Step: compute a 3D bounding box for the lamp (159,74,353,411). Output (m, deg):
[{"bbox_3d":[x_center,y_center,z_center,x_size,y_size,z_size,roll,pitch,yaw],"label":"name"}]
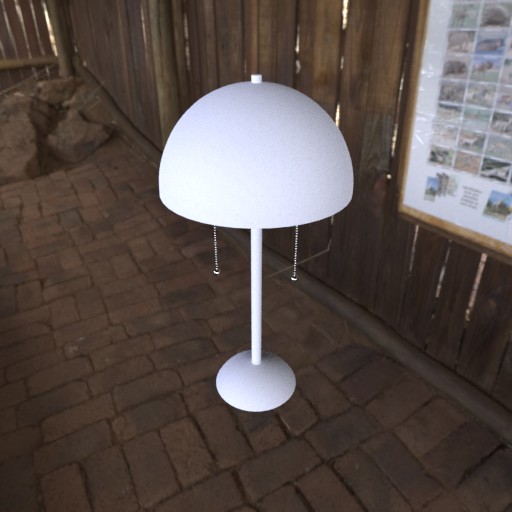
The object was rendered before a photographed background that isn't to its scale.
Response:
[{"bbox_3d":[0.000,0.000,0.434,0.171,0.330,0.171,0,29,0],"label":"lamp"}]
